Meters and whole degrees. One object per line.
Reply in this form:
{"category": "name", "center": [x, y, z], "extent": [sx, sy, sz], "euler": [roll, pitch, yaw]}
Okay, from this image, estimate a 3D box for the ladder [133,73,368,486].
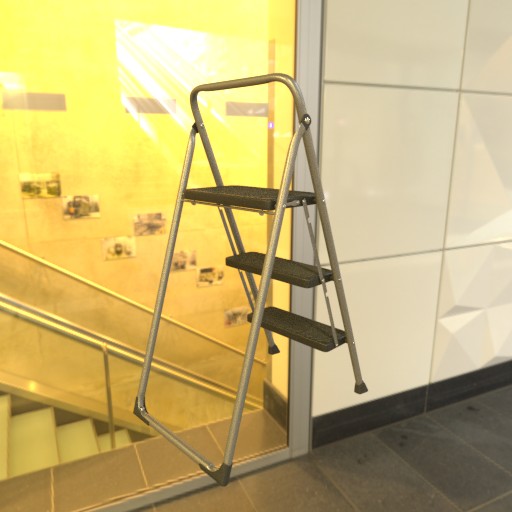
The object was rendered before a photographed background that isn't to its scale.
{"category": "ladder", "center": [0.000, 0.000, 1.282], "extent": [0.629, 0.945, 0.430], "euler": [-13, 19, -43]}
